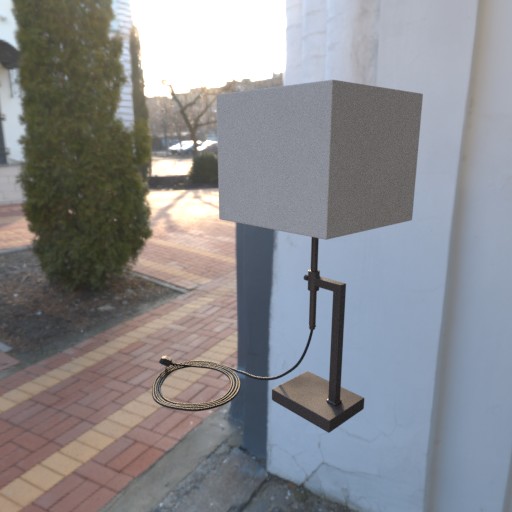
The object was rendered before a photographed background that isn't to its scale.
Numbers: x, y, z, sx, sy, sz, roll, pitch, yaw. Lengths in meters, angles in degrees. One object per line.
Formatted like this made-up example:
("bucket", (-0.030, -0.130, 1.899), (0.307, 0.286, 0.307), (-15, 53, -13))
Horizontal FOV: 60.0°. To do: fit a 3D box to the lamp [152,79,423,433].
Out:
("lamp", (0.000, 0.000, 0.969), (0.399, 0.660, 0.504), (-13, 19, -41))
